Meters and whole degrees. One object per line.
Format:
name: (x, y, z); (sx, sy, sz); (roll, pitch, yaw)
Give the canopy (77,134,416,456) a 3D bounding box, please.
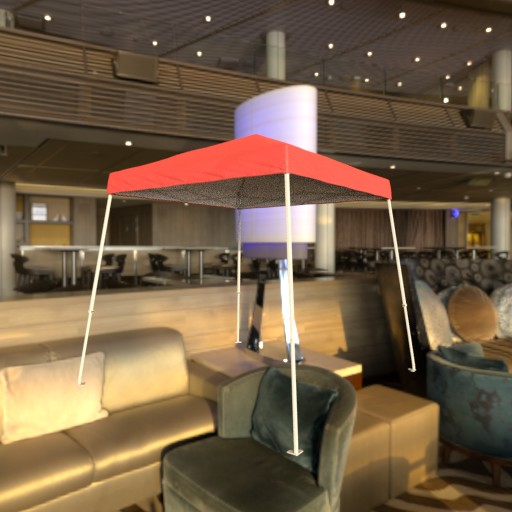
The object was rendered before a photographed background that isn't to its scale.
canopy: (0.000, 0.000, 6.568); (3.600, 3.600, 3.599); (1, 1, 36)
